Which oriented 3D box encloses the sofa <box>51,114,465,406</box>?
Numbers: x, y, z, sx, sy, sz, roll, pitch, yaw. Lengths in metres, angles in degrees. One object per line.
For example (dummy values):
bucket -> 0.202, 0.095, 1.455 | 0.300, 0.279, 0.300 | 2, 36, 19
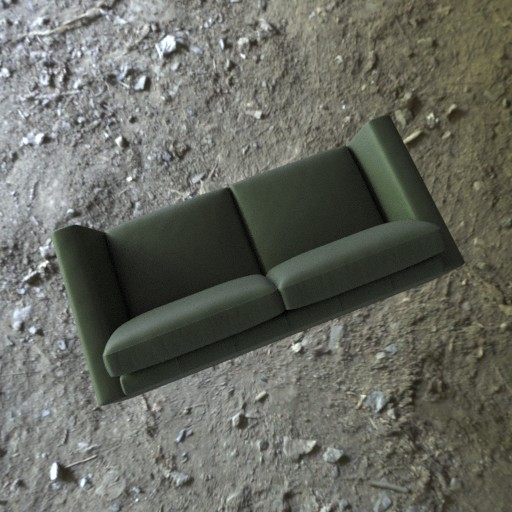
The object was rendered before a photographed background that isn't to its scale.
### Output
sofa -> 0.000, 0.000, 2.502 | 2.017, 0.875, 0.953 | -20, 77, -5
